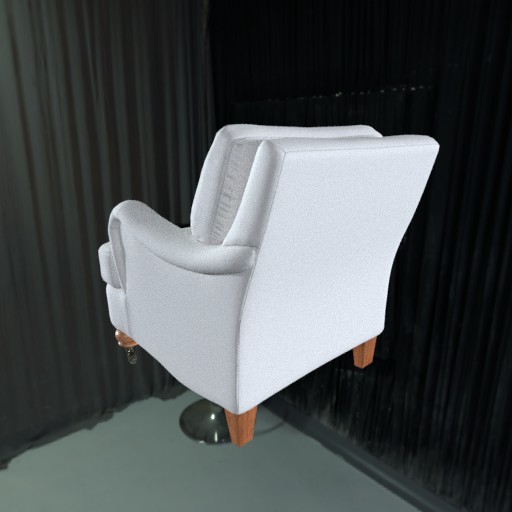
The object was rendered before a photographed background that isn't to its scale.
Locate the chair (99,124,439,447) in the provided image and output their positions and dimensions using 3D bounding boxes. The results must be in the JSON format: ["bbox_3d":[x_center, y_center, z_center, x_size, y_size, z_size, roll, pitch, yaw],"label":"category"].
[{"bbox_3d":[0.000,0.000,1.834,0.955,1.038,1.070,-15,22,-42],"label":"chair"}]
